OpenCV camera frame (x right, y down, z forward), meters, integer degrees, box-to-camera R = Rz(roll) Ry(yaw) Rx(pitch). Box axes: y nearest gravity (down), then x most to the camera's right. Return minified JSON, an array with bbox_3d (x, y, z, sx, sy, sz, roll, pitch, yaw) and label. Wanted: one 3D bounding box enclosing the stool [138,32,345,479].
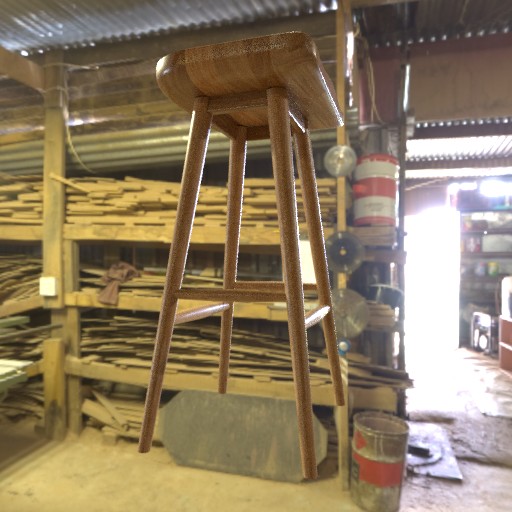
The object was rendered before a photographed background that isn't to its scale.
[{"bbox_3d":[0.000,0.000,0.921,0.322,0.698,0.407,0,0,18],"label":"stool"}]
